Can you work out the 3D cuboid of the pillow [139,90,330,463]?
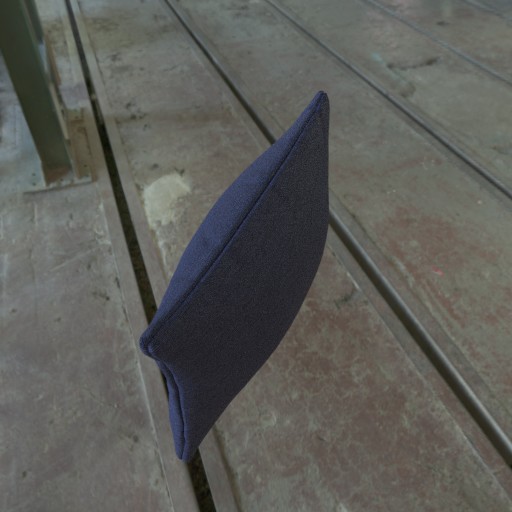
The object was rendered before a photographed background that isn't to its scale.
[{"bbox_3d":[0.000,0.000,0.785,0.210,0.338,0.633,18,49,16],"label":"pillow"}]
